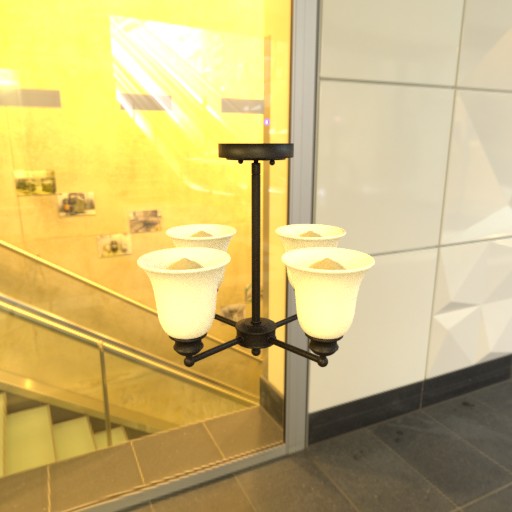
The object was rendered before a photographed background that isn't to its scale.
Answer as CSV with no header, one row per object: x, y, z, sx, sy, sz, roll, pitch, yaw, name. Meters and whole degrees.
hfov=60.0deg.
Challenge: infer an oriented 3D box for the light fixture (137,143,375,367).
0.000,0.000,1.878,1.069,0.925,1.069,-14,20,-43,light fixture
